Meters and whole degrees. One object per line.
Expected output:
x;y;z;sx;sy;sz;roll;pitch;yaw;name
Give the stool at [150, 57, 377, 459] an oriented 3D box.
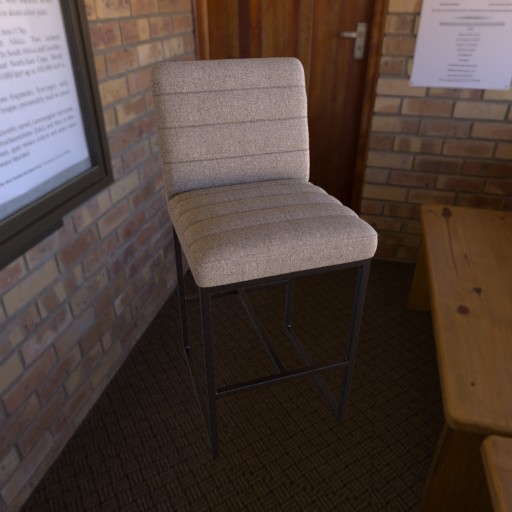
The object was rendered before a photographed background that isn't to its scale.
0.000;0.000;1.328;0.459;1.034;0.571;-9;32;-15;stool
